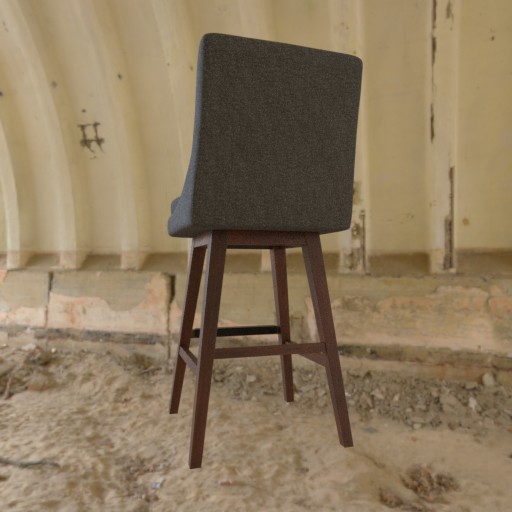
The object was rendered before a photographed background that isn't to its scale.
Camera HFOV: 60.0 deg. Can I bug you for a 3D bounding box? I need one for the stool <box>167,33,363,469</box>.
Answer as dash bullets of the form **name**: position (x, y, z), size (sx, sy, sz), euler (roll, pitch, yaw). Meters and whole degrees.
- **stool**: position (0.000, 0.000, 1.362), size (0.489, 1.068, 0.572), euler (0, -1, -18)
